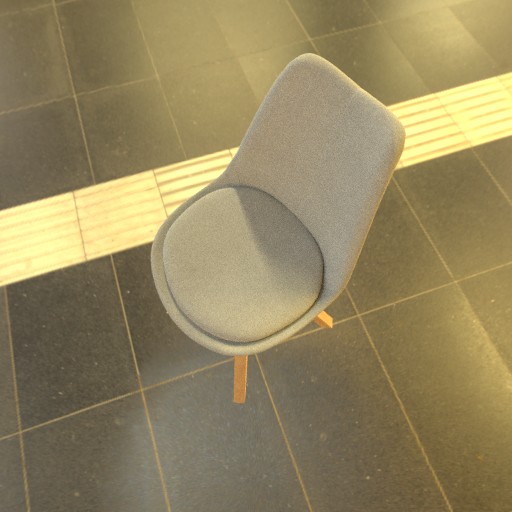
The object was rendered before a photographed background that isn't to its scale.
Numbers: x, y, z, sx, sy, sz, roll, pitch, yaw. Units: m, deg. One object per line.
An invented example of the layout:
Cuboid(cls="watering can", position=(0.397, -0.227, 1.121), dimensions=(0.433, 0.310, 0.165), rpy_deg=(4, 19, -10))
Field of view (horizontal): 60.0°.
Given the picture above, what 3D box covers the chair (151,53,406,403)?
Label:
Cuboid(cls="chair", position=(0.000, 0.000, 1.193), dimensions=(0.549, 0.863, 0.474), rpy_deg=(-36, 69, -16))
